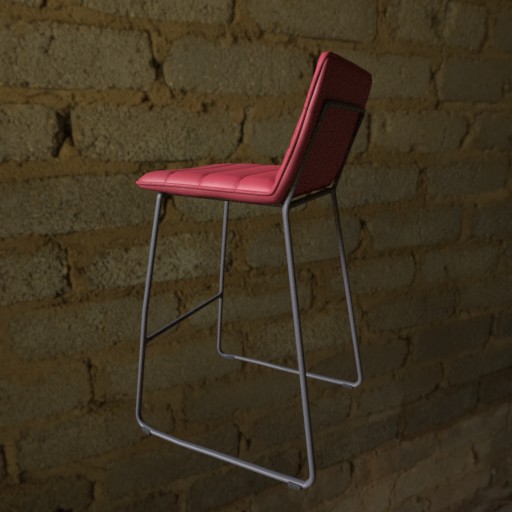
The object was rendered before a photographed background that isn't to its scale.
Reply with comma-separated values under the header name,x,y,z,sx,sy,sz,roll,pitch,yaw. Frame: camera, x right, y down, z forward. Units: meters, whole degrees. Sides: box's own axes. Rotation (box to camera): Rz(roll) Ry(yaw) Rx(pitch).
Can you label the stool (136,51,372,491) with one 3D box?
name,x,y,z,sx,sy,sz,roll,pitch,yaw
stool,0.000,0.000,1.193,0.524,0.937,0.489,7,17,25
